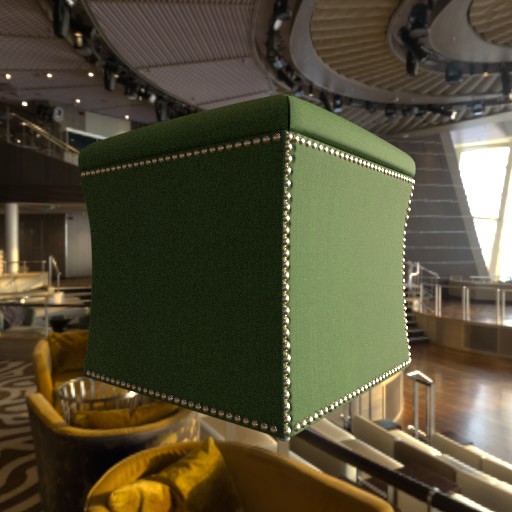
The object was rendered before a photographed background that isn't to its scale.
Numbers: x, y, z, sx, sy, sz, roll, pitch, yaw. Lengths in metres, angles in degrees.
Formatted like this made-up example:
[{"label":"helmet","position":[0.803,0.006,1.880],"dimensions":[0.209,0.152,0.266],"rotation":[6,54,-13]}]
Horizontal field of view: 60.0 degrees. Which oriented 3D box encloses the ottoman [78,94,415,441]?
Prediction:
[{"label":"ottoman","position":[0.000,0.000,0.884],"dimensions":[0.497,0.475,0.507],"rotation":[1,1,38]}]
